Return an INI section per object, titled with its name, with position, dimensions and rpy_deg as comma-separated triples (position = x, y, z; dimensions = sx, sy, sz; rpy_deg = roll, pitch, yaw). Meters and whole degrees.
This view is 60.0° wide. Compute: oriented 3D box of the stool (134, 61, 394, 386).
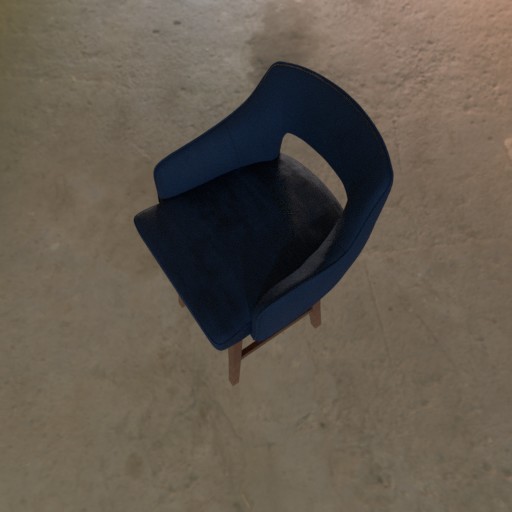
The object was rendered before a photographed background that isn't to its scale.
[stool]
position = 0.000, 0.000, 1.418
dimensions = 0.560, 1.041, 0.550
rpy_deg = -32, 68, -14
